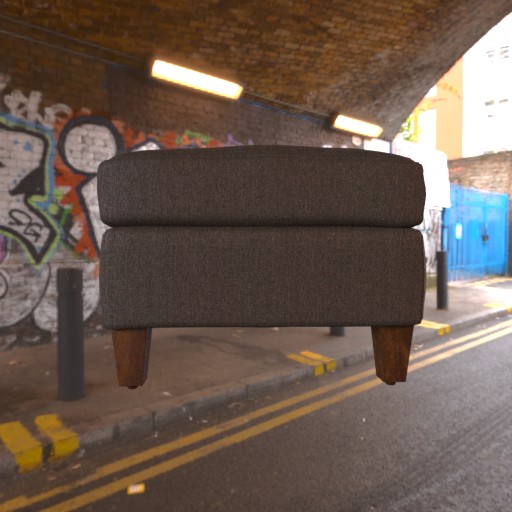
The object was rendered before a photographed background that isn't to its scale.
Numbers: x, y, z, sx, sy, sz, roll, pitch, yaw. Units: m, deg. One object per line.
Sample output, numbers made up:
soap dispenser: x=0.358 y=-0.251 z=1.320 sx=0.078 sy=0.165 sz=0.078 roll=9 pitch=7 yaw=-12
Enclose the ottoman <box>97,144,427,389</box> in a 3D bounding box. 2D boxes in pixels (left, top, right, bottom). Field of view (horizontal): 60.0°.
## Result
ottoman: x=0.000 y=0.000 z=1.221 sx=0.639 sy=0.496 sz=0.826 roll=0 pitch=2 yaw=-3
